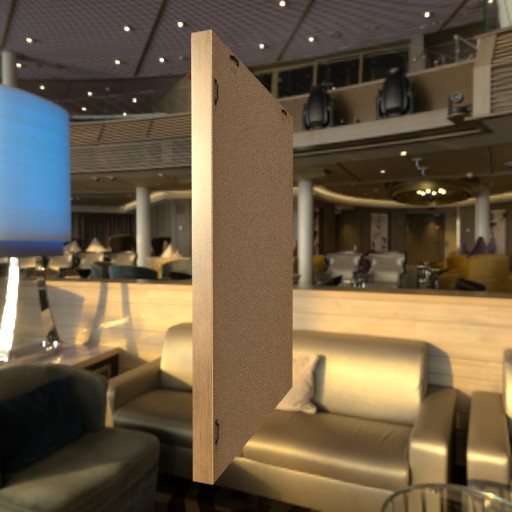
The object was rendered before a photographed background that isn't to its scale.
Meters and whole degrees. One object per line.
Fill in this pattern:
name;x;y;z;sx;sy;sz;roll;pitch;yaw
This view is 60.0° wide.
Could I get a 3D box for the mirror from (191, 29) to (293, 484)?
mirror;0.000;0.000;0.935;0.040;0.710;0.507;1;2;19
